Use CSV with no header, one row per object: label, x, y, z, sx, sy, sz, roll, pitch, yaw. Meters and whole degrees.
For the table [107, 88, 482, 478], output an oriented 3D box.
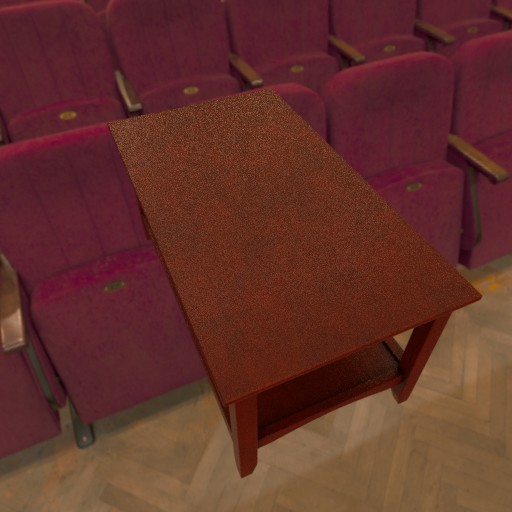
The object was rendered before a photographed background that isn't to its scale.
table,0.000,0.000,1.235,0.533,0.456,0.943,-18,49,-16
